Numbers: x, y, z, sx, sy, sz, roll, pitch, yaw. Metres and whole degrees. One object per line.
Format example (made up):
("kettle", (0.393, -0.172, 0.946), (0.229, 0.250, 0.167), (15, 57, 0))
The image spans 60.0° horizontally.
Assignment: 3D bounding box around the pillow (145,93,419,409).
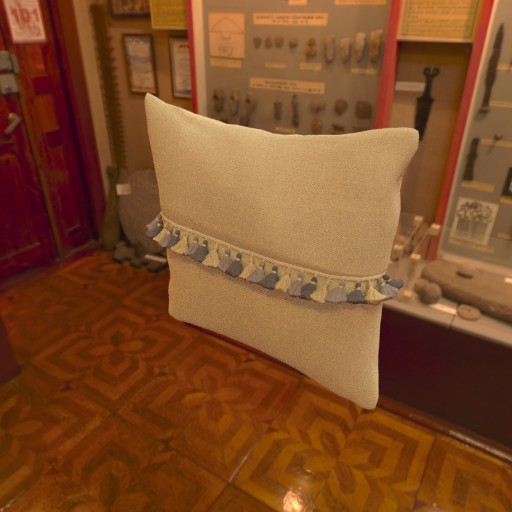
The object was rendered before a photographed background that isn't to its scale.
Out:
("pillow", (0.000, 0.000, 0.754), (0.489, 0.481, 0.165), (18, 34, 29))
